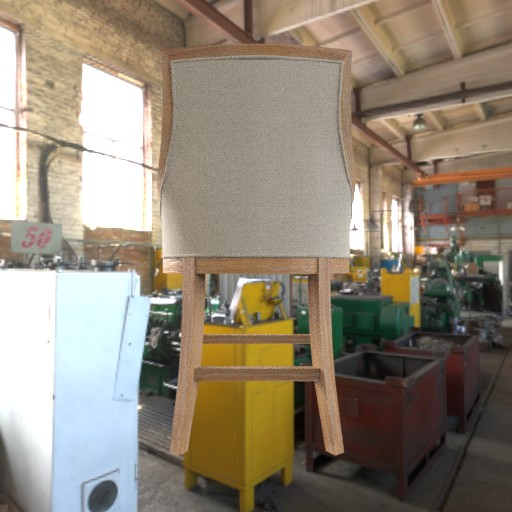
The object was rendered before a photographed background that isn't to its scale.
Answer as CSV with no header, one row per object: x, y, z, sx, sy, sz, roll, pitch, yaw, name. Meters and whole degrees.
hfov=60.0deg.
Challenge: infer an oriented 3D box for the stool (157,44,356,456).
0.000,0.000,1.285,0.524,0.938,0.626,0,-1,0,stool
